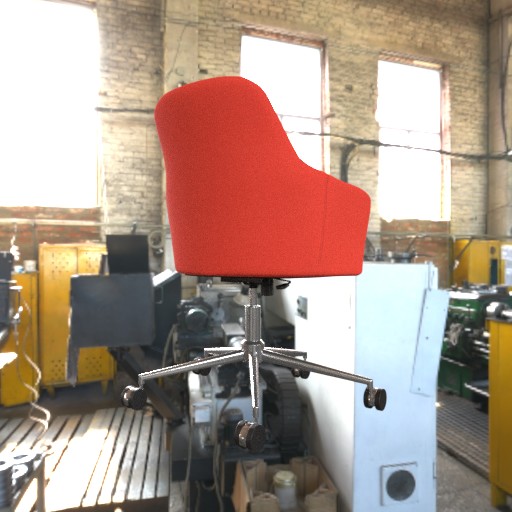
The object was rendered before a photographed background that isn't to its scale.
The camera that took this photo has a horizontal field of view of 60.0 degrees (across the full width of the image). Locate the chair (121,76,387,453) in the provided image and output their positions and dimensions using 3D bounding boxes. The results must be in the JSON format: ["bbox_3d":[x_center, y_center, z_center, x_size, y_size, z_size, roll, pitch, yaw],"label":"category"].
[{"bbox_3d":[0.000,0.000,1.269,0.655,0.820,0.600,0,0,36],"label":"chair"}]
